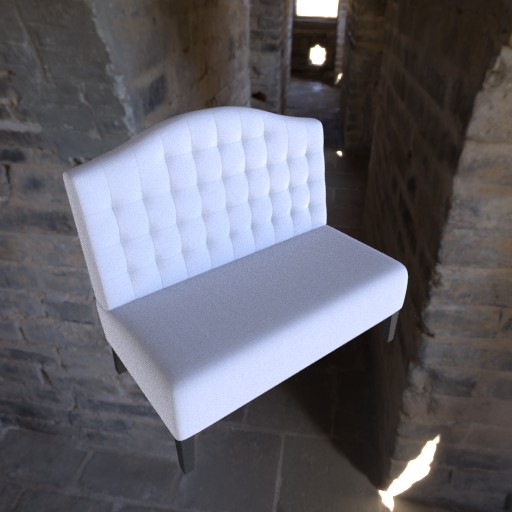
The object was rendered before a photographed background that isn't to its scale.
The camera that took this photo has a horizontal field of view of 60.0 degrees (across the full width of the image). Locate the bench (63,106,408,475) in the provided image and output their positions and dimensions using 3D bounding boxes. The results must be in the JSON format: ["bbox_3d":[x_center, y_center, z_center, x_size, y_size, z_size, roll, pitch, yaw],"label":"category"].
[{"bbox_3d":[0.000,0.000,2.042,1.335,1.180,0.815,-22,38,-31],"label":"bench"}]
